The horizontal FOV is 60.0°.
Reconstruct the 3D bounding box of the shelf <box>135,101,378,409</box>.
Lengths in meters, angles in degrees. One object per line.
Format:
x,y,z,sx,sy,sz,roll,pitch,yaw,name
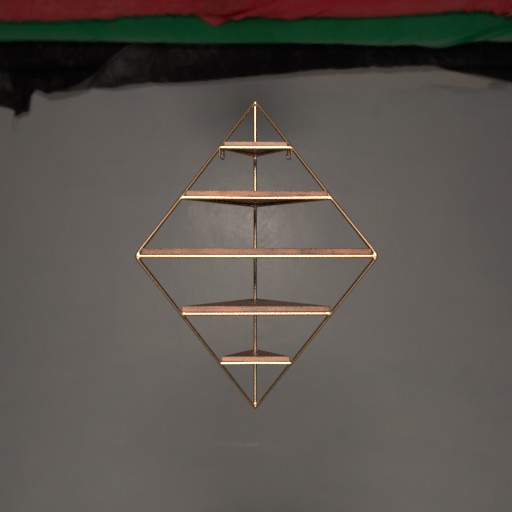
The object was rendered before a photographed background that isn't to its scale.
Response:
0.000,0.000,1.172,0.564,0.913,0.294,0,0,-1,shelf
